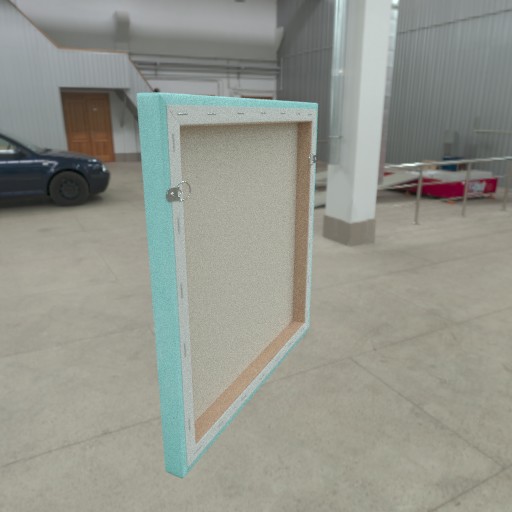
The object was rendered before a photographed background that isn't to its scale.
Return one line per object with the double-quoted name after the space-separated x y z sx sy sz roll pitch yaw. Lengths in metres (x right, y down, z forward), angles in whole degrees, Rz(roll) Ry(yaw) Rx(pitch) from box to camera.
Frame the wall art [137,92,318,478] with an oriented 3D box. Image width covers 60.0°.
0.000 0.000 1.150 0.054 0.766 0.765 9 20 25 "wall art"
